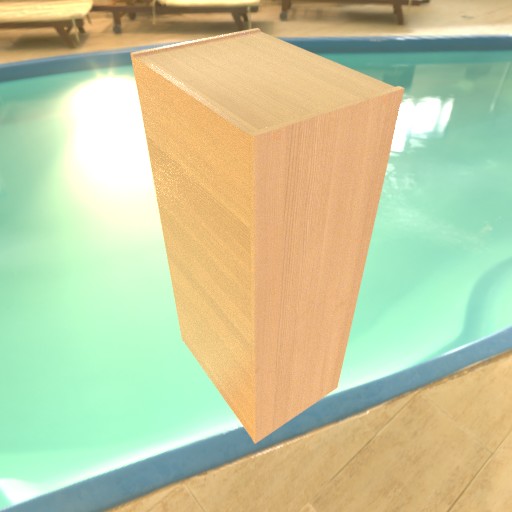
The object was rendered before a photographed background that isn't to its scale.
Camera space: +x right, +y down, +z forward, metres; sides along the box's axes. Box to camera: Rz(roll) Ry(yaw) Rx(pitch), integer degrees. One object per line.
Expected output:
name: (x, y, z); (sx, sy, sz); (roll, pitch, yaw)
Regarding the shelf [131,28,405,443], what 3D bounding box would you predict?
shelf: (0.000, 0.000, 1.067); (0.292, 0.876, 0.417); (-25, 47, -25)
